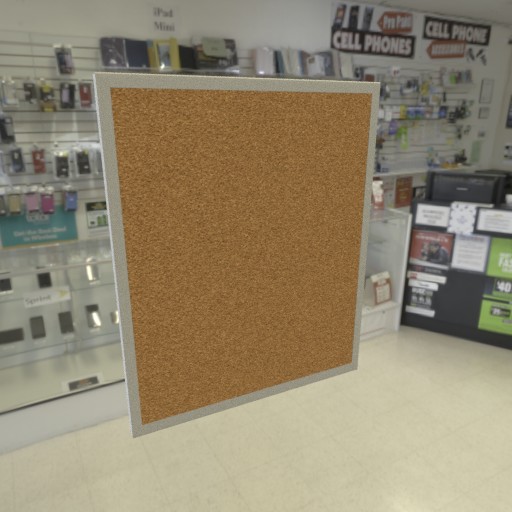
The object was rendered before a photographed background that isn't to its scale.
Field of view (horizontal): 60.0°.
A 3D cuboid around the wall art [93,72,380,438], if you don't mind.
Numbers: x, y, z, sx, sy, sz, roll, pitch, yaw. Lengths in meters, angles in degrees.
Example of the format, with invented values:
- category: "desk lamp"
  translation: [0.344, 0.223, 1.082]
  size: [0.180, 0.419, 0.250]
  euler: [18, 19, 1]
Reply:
- category: "wall art"
  translation: [0.000, 0.000, 0.719]
  size: [0.444, 0.536, 0.020]
  euler: [-9, 20, -25]
